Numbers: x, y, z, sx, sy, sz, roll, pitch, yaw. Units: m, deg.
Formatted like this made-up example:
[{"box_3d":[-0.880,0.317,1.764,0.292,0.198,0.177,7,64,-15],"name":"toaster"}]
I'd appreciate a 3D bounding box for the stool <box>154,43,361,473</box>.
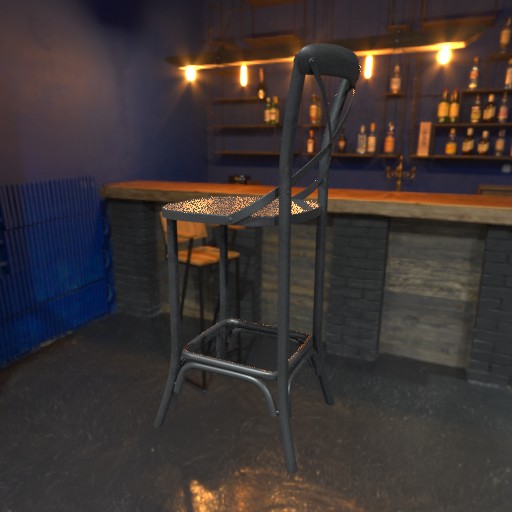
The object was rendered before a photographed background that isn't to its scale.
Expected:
[{"box_3d":[0.000,0.000,1.429,0.584,1.168,0.457,7,16,25],"name":"stool"}]
